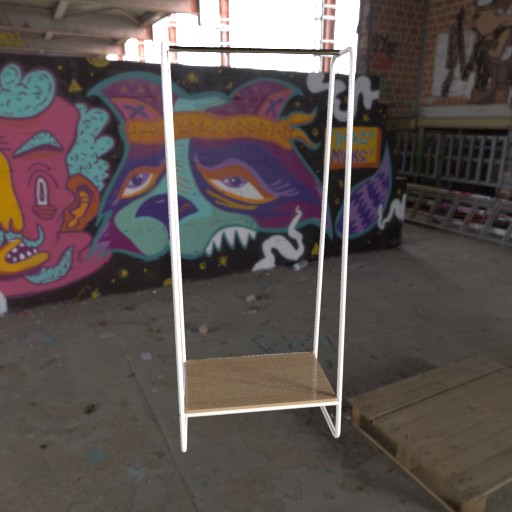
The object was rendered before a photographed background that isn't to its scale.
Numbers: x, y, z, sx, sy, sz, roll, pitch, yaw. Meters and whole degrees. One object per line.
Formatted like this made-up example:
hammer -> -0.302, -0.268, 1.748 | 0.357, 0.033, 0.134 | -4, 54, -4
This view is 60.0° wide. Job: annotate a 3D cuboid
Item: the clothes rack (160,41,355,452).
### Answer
clothes rack -> 0.000, 0.000, 1.743 | 0.640, 1.500, 0.400 | -2, 17, -7
